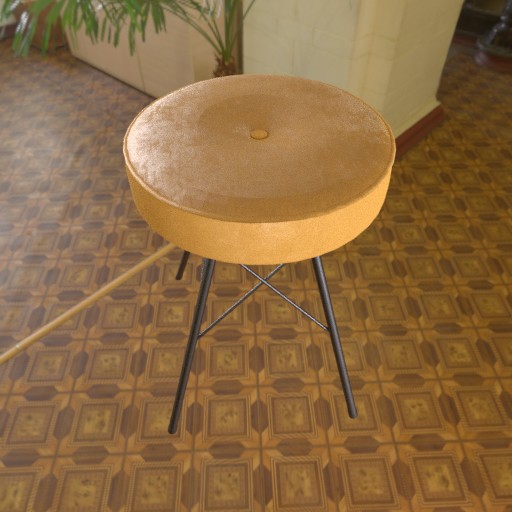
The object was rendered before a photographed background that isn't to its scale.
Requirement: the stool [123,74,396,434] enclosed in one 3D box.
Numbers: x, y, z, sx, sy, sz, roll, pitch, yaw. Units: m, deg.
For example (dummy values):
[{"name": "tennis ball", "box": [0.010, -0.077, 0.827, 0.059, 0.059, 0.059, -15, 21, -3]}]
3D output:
[{"name": "stool", "box": [0.000, 0.000, 0.905, 0.438, 0.595, 0.472, -2, 46, -2]}]
